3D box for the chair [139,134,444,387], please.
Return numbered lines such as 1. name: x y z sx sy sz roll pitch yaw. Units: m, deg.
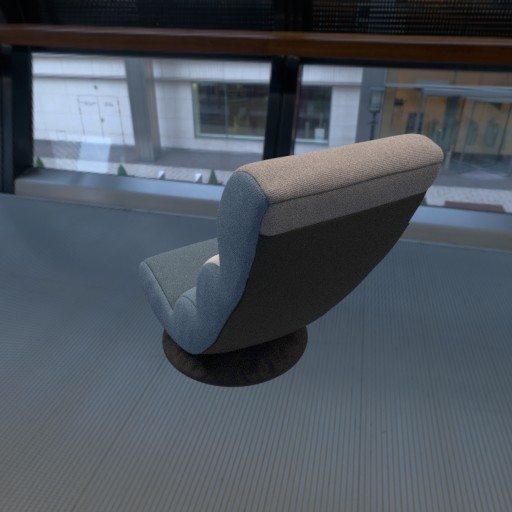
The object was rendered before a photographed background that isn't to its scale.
1. chair: 0.000 0.000 1.056 0.420 0.641 0.661 -17 33 -28
